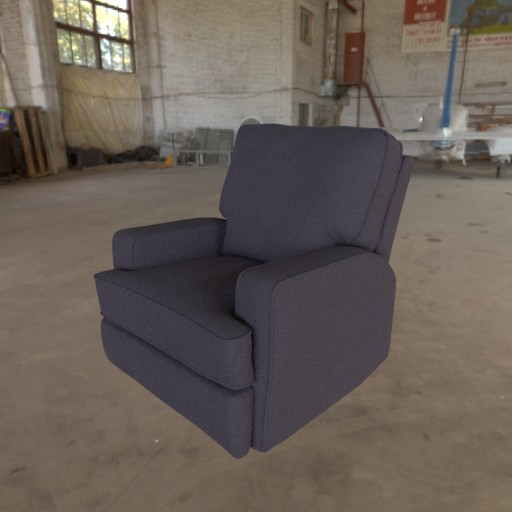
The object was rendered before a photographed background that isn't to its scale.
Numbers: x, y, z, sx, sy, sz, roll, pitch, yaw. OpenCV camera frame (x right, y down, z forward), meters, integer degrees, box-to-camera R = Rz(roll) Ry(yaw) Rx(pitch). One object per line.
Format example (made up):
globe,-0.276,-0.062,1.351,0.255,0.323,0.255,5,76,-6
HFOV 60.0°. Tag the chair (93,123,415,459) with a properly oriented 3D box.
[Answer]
chair,0.000,0.000,1.679,0.861,0.962,0.964,16,23,42
